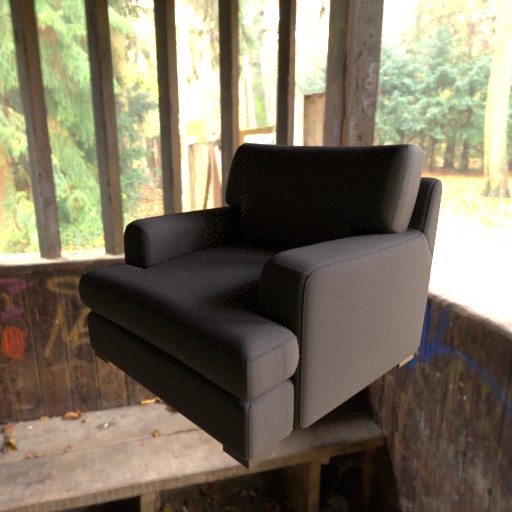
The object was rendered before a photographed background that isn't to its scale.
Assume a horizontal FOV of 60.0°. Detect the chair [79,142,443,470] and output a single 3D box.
[{"bbox_3d":[0.000,0.000,1.915,1.143,0.940,1.168,-14,20,-43],"label":"chair"}]
